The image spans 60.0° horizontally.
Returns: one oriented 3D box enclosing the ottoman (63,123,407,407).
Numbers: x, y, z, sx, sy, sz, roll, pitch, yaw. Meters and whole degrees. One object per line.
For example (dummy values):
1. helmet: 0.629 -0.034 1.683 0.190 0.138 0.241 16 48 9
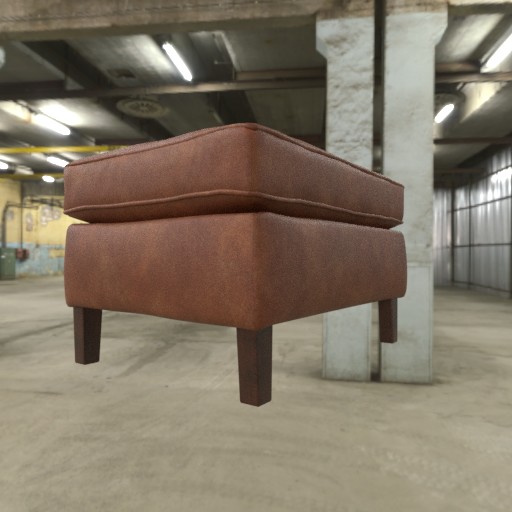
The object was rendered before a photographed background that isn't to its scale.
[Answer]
1. ottoman: 0.000 0.000 0.976 0.501 0.418 0.665 0 0 36
